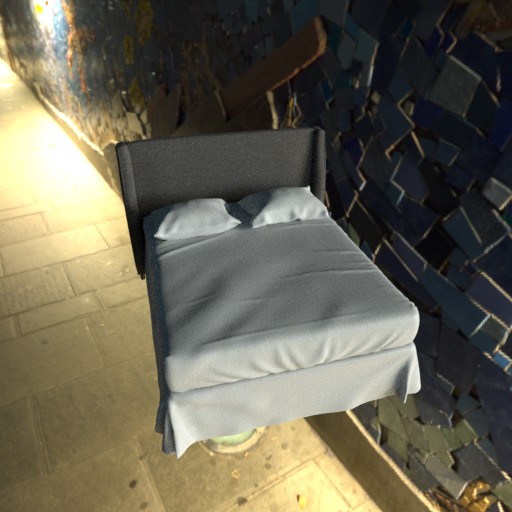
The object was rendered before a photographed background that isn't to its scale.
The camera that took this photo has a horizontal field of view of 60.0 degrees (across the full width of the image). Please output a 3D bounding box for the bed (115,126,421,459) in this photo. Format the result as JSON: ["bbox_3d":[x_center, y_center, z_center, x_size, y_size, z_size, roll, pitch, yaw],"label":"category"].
[{"bbox_3d":[0.000,0.000,3.466,1.925,1.332,2.276,-8,32,-13],"label":"bed"}]
